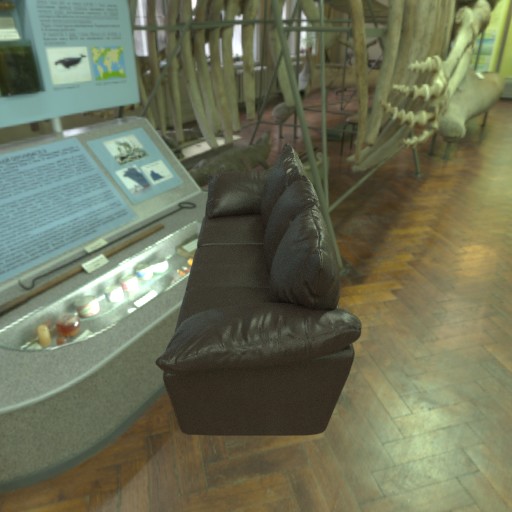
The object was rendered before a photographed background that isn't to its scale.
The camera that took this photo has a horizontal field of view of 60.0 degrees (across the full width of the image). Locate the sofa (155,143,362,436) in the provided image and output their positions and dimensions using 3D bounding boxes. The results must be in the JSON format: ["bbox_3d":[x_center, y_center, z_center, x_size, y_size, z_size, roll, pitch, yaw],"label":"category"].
[{"bbox_3d":[0.000,0.000,2.944,0.907,1.091,2.390,0,28,0],"label":"sofa"}]
